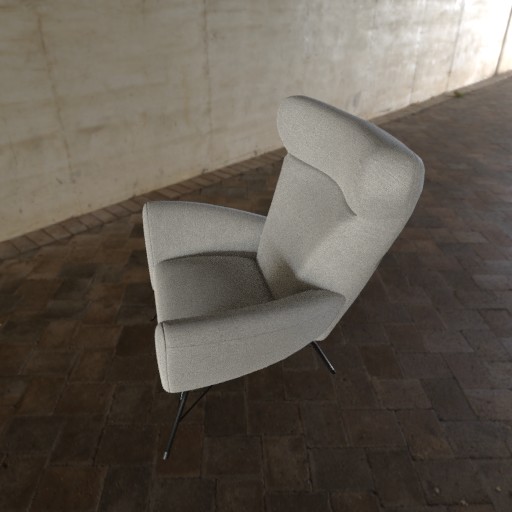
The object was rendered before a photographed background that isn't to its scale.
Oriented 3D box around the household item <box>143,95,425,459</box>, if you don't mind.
[{"bbox_3d":[0.000,0.000,1.736,0.900,1.050,0.980,-8,31,-13],"label":"household item"}]
